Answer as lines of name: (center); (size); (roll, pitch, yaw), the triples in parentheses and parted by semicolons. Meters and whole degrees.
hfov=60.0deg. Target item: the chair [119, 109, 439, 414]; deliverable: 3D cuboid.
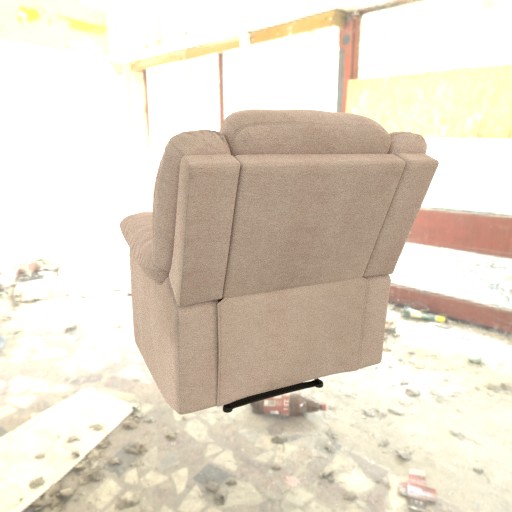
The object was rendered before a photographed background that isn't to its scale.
chair: (0.000, 0.000, 1.672); (0.899, 1.008, 0.944); (-6, 15, -25)
